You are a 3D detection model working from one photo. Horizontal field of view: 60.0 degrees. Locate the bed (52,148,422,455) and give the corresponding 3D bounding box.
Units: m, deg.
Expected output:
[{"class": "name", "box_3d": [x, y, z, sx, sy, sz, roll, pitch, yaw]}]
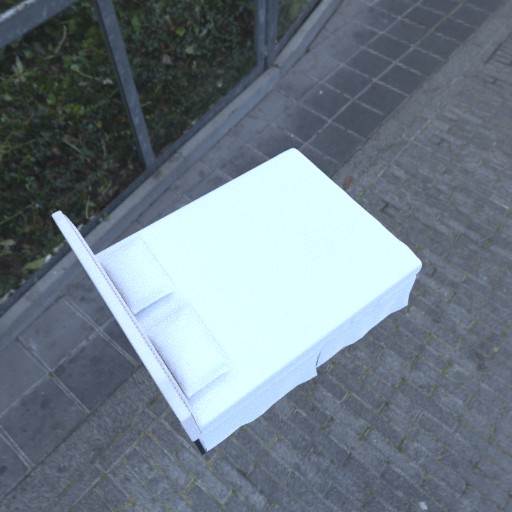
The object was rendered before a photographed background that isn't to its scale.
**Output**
[{"class": "bed", "box_3d": [0.000, 0.000, 3.071, 1.999, 1.270, 1.558, -32, 63, -19]}]
